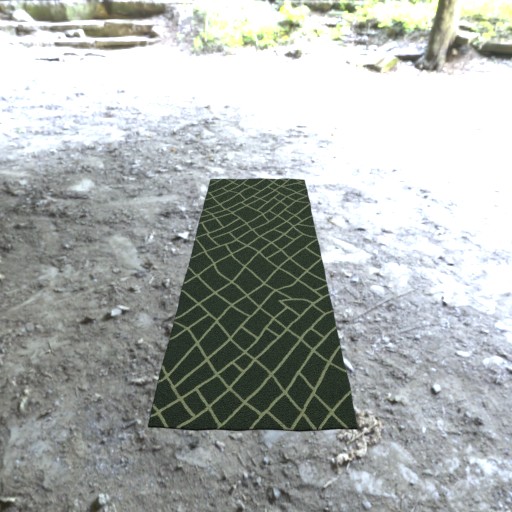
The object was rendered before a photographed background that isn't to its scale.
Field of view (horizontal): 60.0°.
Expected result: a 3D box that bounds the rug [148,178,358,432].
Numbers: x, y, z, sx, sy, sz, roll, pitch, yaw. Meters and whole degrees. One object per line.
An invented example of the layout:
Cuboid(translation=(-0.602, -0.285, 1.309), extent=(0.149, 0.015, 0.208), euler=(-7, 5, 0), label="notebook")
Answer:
Cuboid(translation=(0.000, 0.000, 2.708), extent=(0.807, 0.010, 2.476), euler=(0, 32, 1), label="rug")
